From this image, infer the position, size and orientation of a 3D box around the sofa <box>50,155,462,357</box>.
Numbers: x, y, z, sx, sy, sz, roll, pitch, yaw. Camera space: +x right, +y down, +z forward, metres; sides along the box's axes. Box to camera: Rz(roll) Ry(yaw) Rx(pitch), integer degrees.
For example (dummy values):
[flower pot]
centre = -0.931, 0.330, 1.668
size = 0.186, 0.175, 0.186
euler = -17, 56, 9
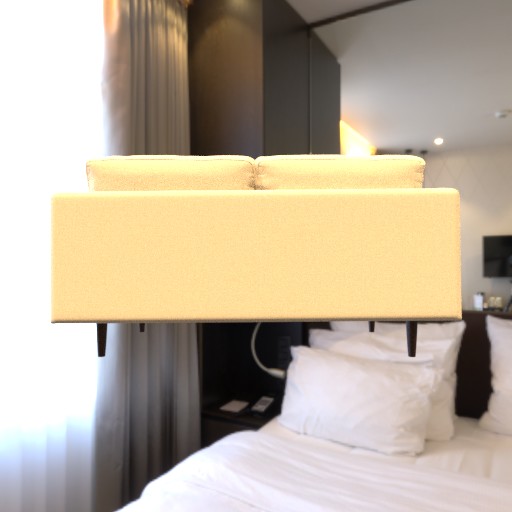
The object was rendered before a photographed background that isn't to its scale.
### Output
[sofa]
centre = 0.000, 0.000, 2.285
size = 1.713, 0.893, 0.940
euler = 0, -1, 0
